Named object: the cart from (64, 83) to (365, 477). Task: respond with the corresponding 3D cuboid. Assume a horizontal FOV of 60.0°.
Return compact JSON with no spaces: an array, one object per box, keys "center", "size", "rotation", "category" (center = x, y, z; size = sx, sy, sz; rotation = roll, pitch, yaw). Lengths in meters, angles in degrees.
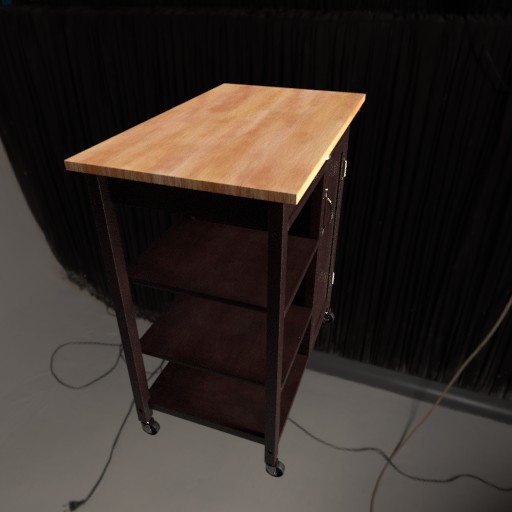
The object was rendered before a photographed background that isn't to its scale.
[{"center":[0.000,0.000,1.392],"size":[0.472,0.878,0.914],"rotation":[11,34,17],"category":"cart"}]
